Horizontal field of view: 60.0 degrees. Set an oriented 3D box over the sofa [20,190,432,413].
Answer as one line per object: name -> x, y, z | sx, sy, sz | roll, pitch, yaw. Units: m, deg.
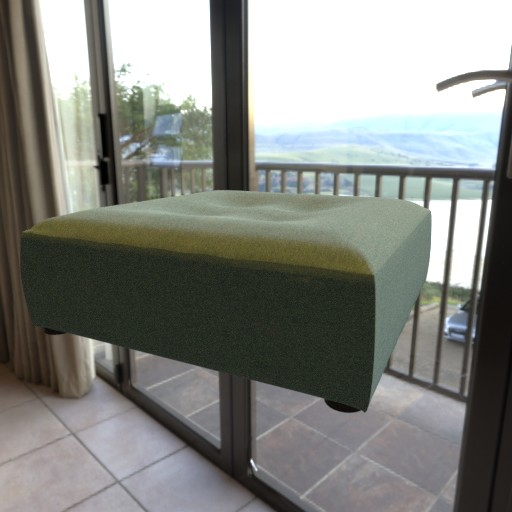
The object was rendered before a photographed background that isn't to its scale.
sofa -> 0.000, 0.000, 1.376 | 0.930, 0.330, 0.930 | 7, 15, 26
